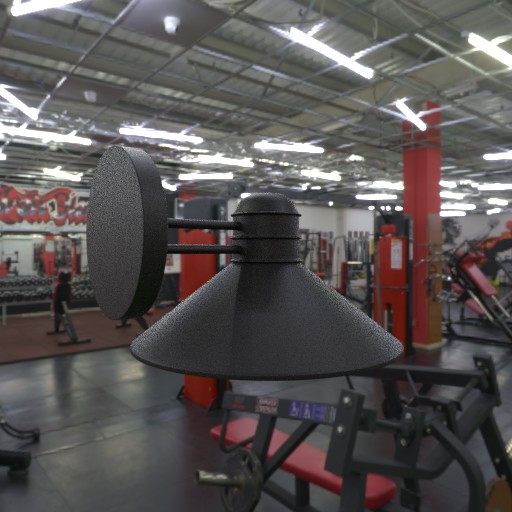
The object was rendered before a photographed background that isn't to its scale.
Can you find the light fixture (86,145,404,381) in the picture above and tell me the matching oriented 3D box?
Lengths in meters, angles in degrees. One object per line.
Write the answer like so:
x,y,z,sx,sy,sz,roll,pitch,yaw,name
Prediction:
0.000,0.000,0.661,0.434,0.265,0.396,0,1,-36,light fixture
